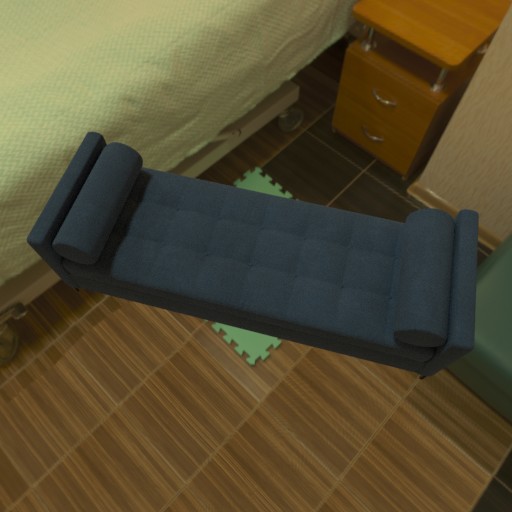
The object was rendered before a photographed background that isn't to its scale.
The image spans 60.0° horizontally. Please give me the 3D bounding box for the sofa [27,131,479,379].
[{"bbox_3d":[0.000,0.000,2.295,1.981,0.635,0.686,13,63,7],"label":"sofa"}]
